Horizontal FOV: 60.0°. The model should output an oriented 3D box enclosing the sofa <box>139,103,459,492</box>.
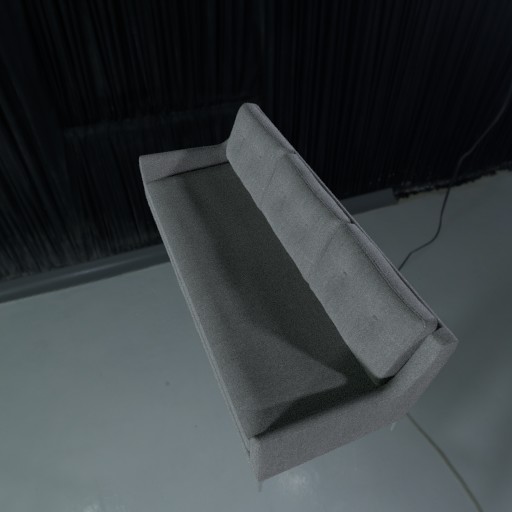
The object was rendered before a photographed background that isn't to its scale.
[{"bbox_3d":[0.000,0.000,2.463,0.849,0.837,2.060,-17,48,-15],"label":"sofa"}]
